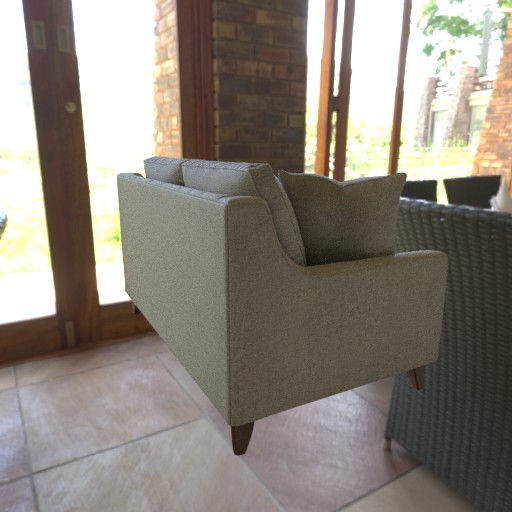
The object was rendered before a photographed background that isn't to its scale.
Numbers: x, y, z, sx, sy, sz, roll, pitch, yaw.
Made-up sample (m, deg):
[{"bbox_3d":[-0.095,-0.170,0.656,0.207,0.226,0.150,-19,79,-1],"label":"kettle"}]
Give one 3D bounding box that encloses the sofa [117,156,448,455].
[{"bbox_3d":[0.000,0.000,1.999,0.915,0.863,1.422,-7,16,-27],"label":"sofa"}]
